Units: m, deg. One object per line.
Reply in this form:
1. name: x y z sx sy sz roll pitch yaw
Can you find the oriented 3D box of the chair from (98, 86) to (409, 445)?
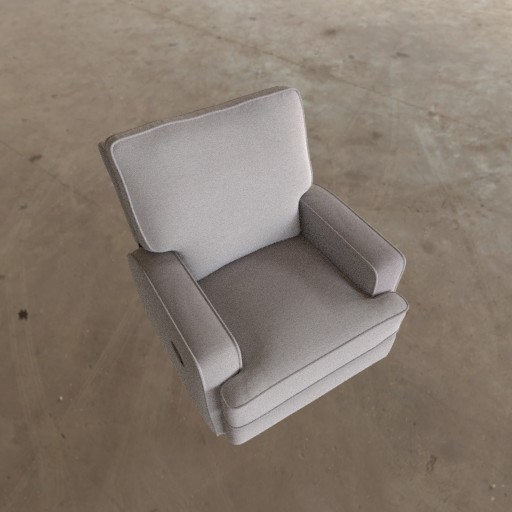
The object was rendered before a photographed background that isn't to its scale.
1. chair: 0.000 0.000 1.699 0.861 0.964 0.969 -25 53 -20
